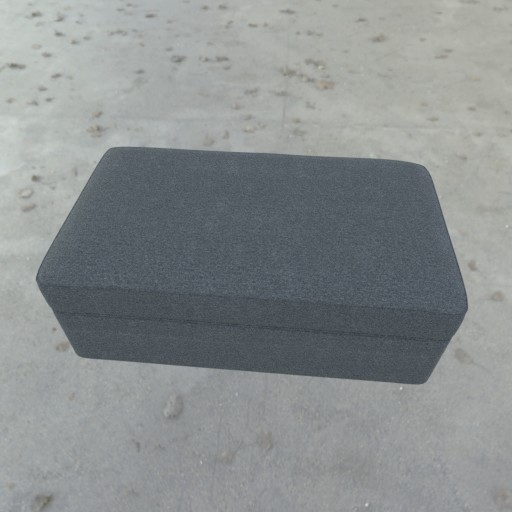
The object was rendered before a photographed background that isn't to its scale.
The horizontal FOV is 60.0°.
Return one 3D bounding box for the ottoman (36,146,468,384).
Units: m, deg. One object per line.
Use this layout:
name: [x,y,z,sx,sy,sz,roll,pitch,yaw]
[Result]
ottoman: [0.000,0.000,1.532,1.173,0.494,0.681,4,47,3]
